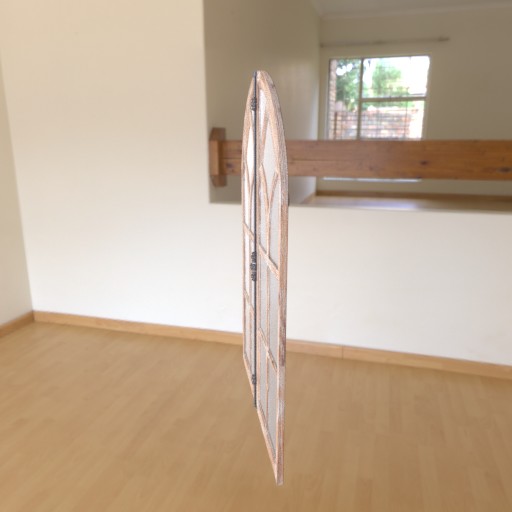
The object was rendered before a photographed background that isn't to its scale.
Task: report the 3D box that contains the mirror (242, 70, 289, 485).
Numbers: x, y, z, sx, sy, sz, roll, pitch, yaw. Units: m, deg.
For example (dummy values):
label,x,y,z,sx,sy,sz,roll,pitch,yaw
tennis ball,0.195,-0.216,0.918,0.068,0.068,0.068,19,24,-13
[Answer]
label,x,y,z,sx,sy,sz,roll,pitch,yaw
mirror,0.000,0.000,1.179,0.032,0.915,0.609,-2,15,-9
